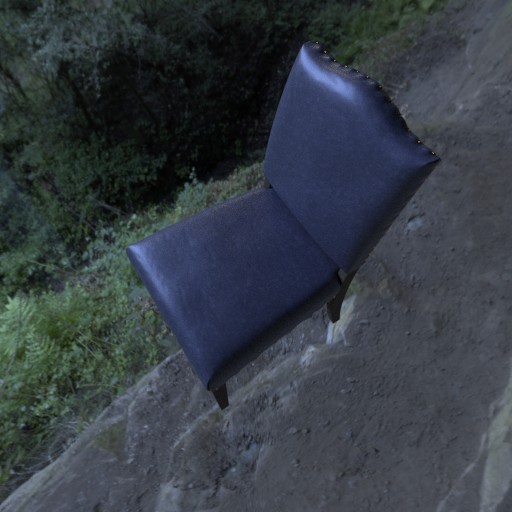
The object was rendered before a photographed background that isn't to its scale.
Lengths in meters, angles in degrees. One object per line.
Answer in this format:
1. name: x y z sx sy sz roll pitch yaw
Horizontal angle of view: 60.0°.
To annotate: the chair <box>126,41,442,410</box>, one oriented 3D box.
1. chair: 0.000 0.000 1.304 0.633 0.991 0.500 -30 67 -14
